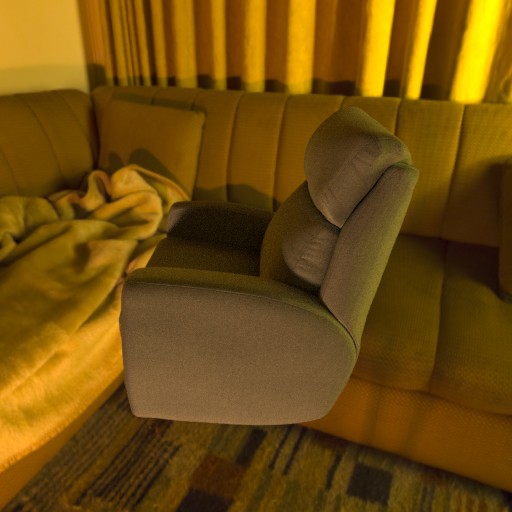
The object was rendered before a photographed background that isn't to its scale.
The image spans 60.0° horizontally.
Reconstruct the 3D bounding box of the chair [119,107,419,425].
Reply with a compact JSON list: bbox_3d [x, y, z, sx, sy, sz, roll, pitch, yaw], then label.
[{"bbox_3d":[0.000,0.000,1.661,0.940,1.016,0.794,1,26,2],"label":"chair"}]
